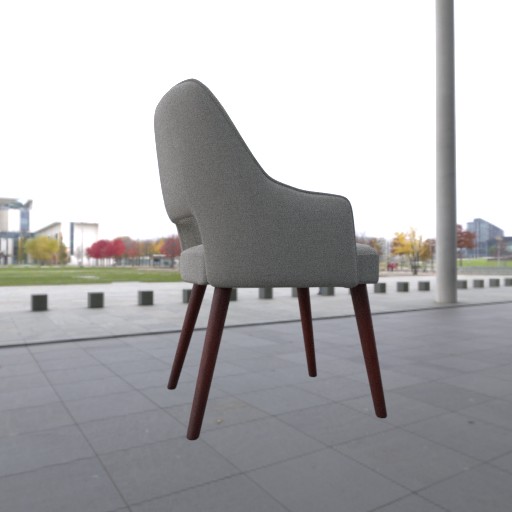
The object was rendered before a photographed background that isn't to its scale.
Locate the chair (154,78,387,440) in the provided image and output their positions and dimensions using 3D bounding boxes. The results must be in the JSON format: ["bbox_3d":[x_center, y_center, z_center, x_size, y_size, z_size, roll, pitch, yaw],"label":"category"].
[{"bbox_3d":[0.000,0.000,1.280,0.580,0.840,0.560,0,-1,-17],"label":"chair"}]
